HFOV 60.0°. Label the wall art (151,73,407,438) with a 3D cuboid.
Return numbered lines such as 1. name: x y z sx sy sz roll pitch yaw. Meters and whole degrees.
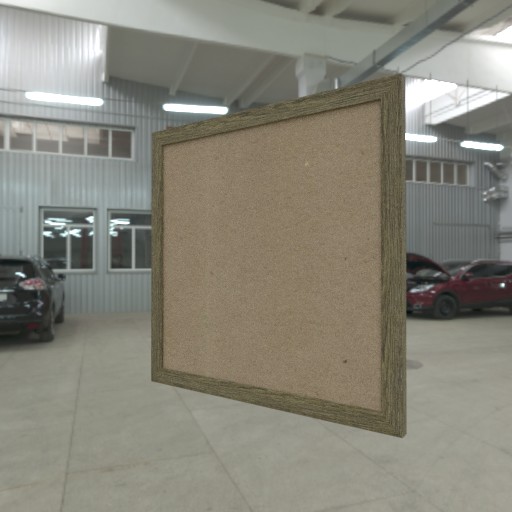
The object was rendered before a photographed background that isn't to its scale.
1. wall art: 0.000 0.000 0.769 0.508 0.508 0.019 0 -1 35
